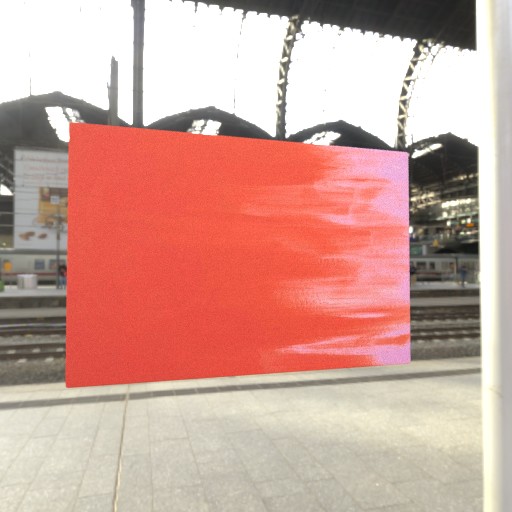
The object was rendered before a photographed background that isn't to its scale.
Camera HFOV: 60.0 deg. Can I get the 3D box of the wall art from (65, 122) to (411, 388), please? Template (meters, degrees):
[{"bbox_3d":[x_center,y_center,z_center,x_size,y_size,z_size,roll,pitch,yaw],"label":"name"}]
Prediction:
[{"bbox_3d":[0.000,0.000,1.163,0.913,0.609,0.040,1,-2,-17],"label":"wall art"}]
